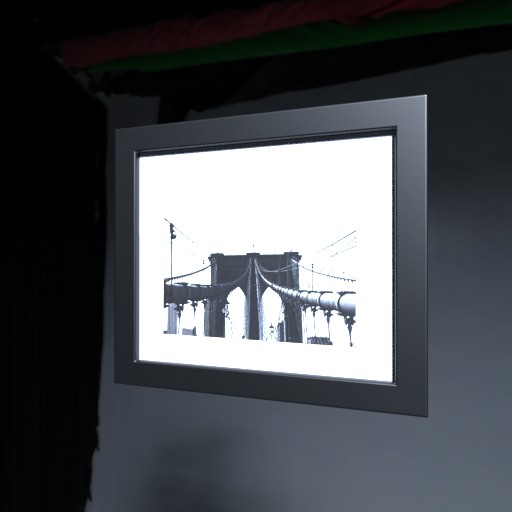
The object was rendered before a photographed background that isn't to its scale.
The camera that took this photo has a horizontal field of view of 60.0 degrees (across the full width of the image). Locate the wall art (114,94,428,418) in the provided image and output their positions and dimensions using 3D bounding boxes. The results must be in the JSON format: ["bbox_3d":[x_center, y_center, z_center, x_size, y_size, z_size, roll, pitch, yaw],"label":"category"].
[{"bbox_3d":[0.000,0.000,0.527,0.380,0.330,0.028,0,0,19],"label":"wall art"}]
